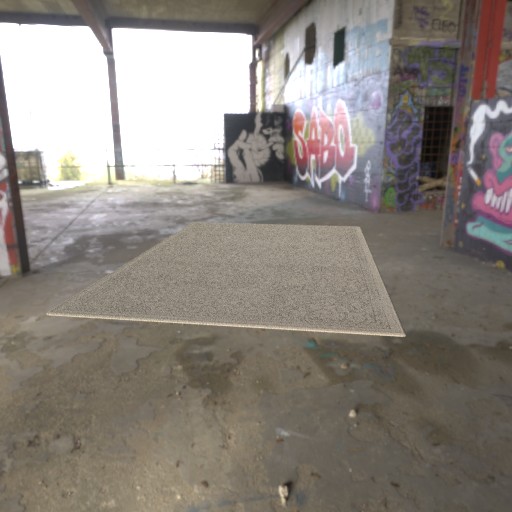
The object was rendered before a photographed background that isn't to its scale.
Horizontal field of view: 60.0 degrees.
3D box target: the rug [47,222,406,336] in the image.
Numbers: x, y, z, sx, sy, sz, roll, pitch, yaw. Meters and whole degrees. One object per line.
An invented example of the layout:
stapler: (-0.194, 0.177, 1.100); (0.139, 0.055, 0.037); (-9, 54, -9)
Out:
rug: (0.000, 0.000, 2.341); (1.219, 0.010, 1.829); (2, 15, 8)
